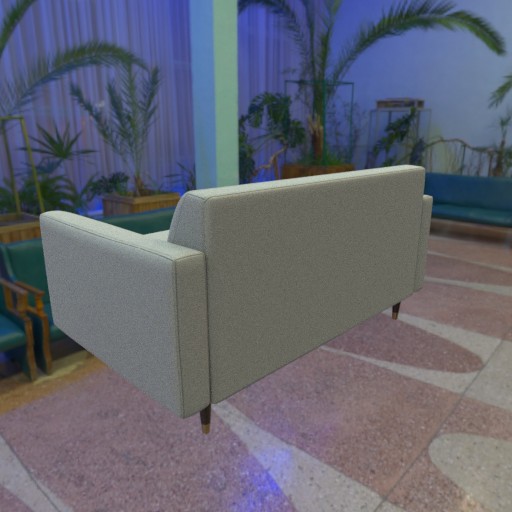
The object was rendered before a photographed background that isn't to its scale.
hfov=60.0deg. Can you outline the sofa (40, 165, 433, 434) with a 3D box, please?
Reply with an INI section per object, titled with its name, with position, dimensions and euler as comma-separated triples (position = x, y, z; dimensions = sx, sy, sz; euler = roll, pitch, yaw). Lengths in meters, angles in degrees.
[sofa]
position = 0.000, 0.000, 2.058
dimensions = 0.950, 0.801, 1.585
euler = 15, 22, 43
